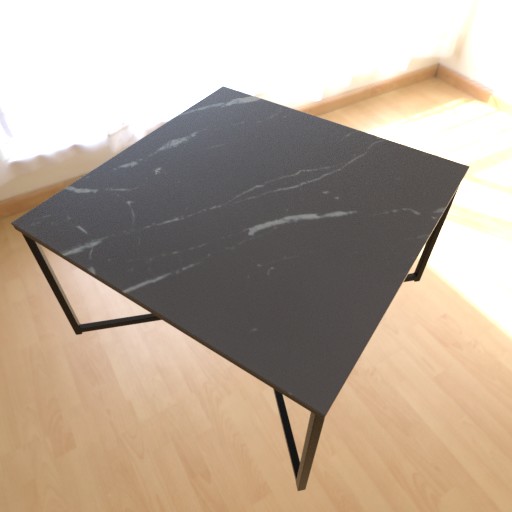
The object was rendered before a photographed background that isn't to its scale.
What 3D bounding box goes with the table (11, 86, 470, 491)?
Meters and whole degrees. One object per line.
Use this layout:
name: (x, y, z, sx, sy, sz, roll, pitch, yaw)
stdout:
table: (0.000, 0.000, 1.241, 0.800, 0.450, 0.800, 26, 52, 22)
